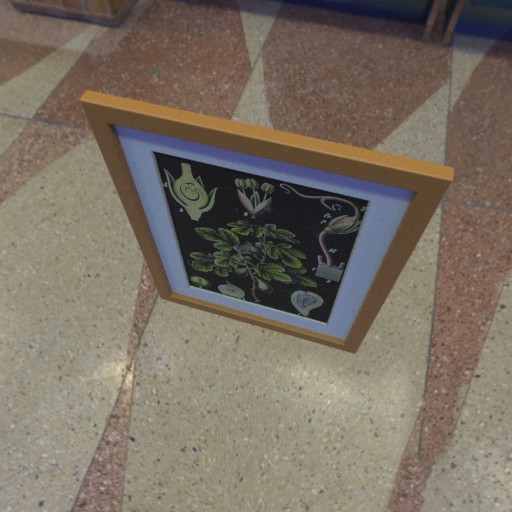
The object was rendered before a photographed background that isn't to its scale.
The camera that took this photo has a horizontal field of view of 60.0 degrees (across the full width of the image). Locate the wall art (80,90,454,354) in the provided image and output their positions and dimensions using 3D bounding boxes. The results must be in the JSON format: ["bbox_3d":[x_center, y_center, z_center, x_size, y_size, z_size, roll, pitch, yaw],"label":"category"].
[{"bbox_3d":[0.000,0.000,0.754,0.452,0.553,0.022,15,59,9],"label":"wall art"}]
